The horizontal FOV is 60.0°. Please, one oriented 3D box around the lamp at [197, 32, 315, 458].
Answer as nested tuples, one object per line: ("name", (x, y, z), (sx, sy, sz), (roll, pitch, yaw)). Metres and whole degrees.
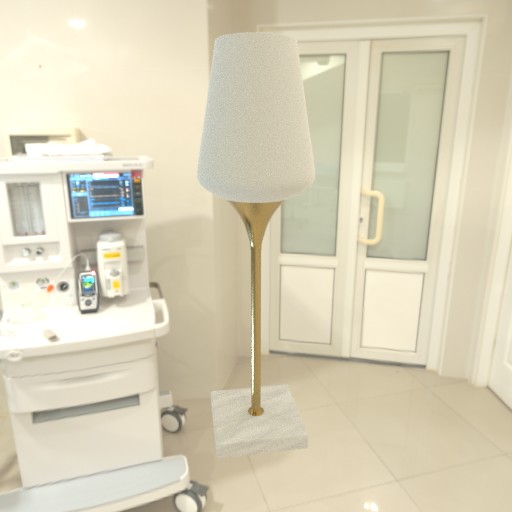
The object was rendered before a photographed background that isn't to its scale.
("lamp", (0.000, 0.000, 0.720), (0.181, 0.639, 0.181), (-3, 16, -9))
